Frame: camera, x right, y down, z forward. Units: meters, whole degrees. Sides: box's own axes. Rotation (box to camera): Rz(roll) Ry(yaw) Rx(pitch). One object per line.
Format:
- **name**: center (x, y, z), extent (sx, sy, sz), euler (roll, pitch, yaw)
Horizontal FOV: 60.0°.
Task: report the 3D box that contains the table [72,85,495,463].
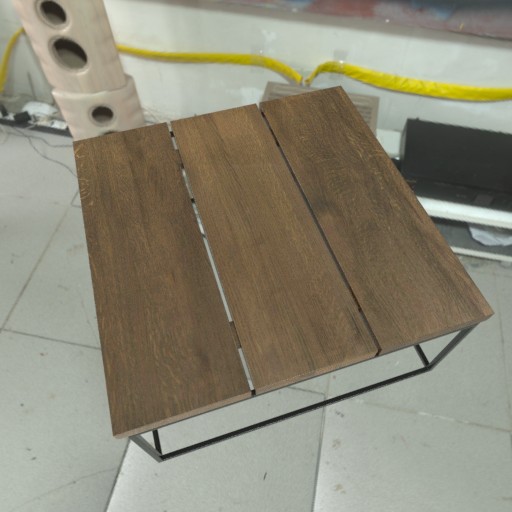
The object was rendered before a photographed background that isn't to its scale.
- **table**: center (0.000, 0.000, 1.375), extent (0.900, 0.400, 0.900), euler (-15, 58, -10)
